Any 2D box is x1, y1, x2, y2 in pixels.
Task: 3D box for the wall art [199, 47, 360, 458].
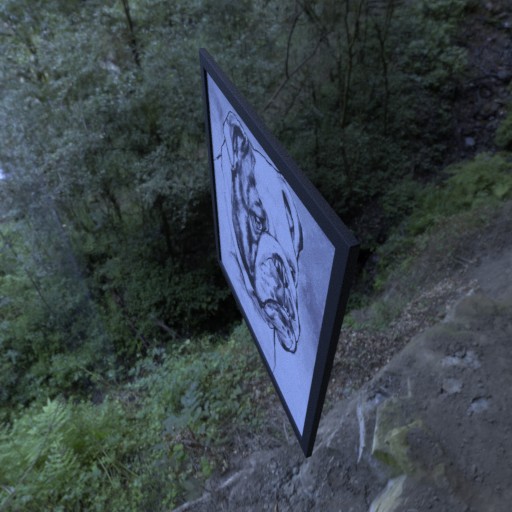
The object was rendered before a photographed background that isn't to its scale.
[{"bbox_3d":[0.000,0.000,0.828,0.012,0.558,0.562,-15,47,-15],"label":"wall art"}]
